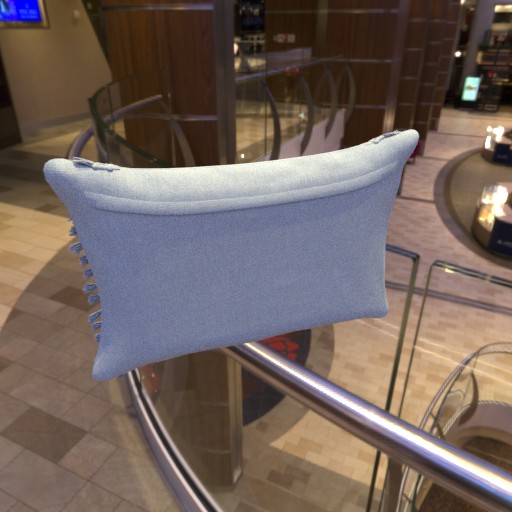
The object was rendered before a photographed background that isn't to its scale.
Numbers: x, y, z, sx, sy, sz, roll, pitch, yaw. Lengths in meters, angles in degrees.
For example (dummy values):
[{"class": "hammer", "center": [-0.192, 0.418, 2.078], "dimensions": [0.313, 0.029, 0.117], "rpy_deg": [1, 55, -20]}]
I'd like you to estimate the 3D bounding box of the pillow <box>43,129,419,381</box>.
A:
[{"class": "pillow", "center": [0.000, 0.000, 0.592], "dimensions": [0.466, 0.305, 0.084], "rpy_deg": [-10, 29, -18]}]
